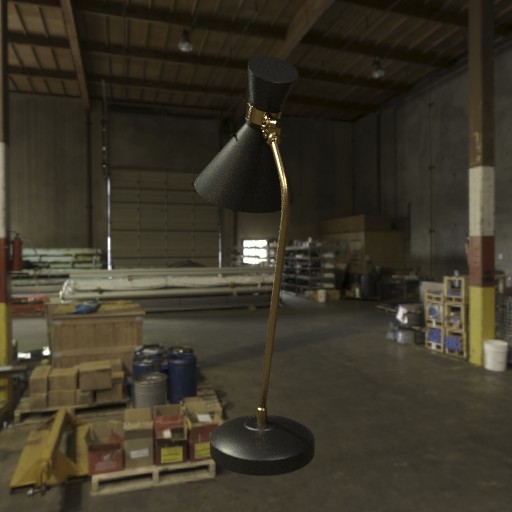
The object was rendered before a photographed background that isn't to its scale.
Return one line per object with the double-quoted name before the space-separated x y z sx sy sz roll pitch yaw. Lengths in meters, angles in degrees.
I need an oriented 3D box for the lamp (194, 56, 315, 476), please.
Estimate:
"lamp" 0.000 0.000 0.767 0.189 0.647 0.292 0 0 -18
